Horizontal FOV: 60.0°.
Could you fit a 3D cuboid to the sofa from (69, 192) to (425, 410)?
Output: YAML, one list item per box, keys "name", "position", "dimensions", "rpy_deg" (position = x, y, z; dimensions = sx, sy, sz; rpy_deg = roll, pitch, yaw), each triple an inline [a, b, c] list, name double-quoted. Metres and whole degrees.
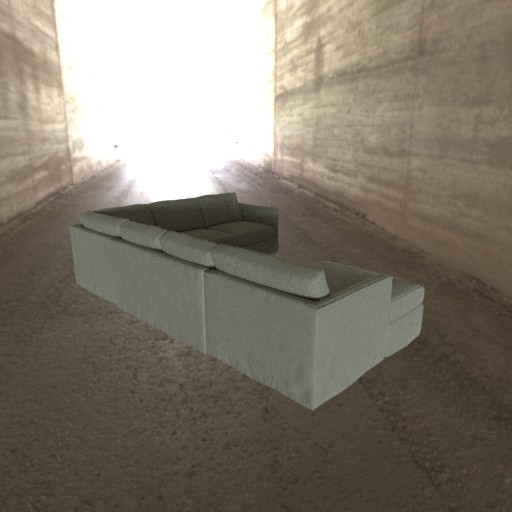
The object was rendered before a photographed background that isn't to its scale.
- name: "sofa"
  position: [0.000, 0.000, 4.630]
  dimensions: [3.434, 0.869, 2.440]
  rpy_deg: [15, 22, 42]
